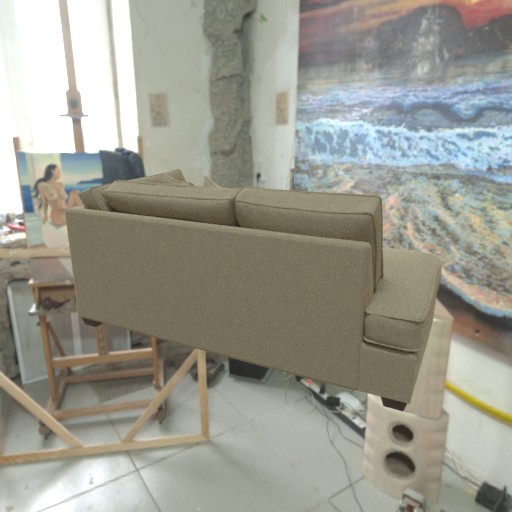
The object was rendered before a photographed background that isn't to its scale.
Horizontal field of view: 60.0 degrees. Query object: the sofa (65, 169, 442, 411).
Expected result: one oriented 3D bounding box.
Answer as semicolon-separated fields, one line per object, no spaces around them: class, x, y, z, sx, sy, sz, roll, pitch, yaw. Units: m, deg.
sofa;0.000;0.000;2.919;2.237;1.033;1.110;9;19;26
